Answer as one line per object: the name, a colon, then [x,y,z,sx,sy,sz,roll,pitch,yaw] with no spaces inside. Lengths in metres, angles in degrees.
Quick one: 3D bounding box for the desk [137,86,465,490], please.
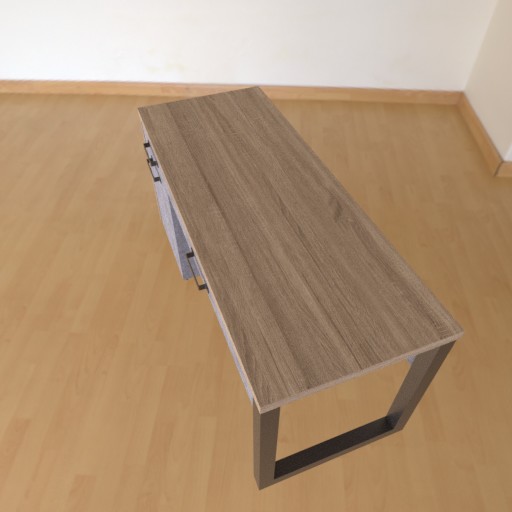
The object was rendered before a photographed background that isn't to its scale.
desk: [0.000,0.000,2.068,0.690,0.760,1.700,-16,49,-14]
